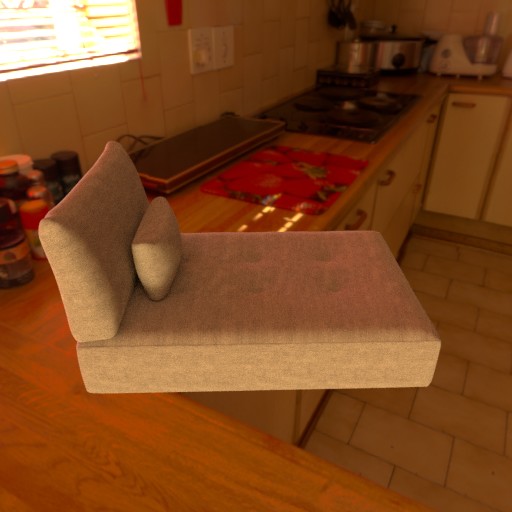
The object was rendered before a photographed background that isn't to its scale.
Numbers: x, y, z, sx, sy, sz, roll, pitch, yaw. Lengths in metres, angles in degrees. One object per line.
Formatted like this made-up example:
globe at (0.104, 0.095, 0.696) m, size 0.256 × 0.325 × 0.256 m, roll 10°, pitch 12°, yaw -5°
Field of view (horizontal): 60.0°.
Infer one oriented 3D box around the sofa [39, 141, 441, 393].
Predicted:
sofa at (0.000, 0.000, 2.006) m, size 1.450 × 0.820 × 0.930 m, roll -1°, pitch 31°, yaw -1°
